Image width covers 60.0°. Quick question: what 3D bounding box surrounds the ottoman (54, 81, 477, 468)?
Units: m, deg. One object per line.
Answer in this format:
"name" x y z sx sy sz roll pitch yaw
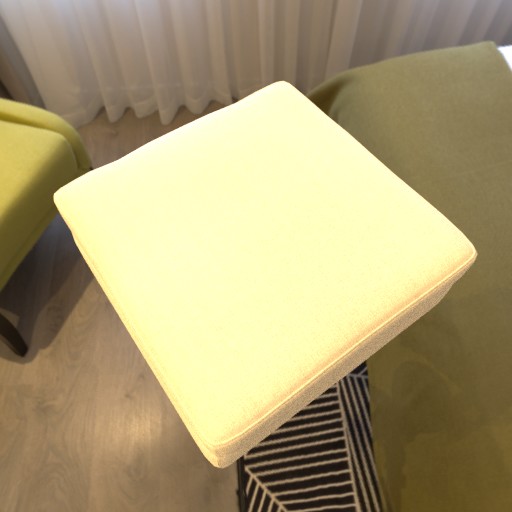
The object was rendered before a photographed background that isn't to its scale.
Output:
"ottoman" 0.000 0.000 1.320 0.838 0.478 0.838 -32 64 -17
